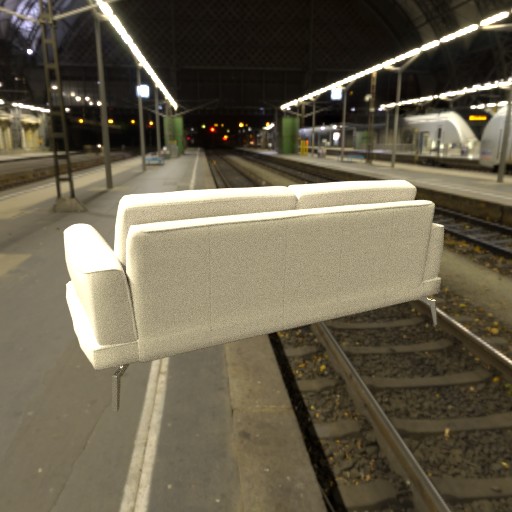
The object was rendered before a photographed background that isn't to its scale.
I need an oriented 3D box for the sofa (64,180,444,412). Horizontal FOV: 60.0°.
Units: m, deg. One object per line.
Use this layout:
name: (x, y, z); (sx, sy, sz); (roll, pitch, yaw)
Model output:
sofa: (0.000, 0.000, 2.749); (2.177, 0.930, 1.121); (-8, 16, -27)
